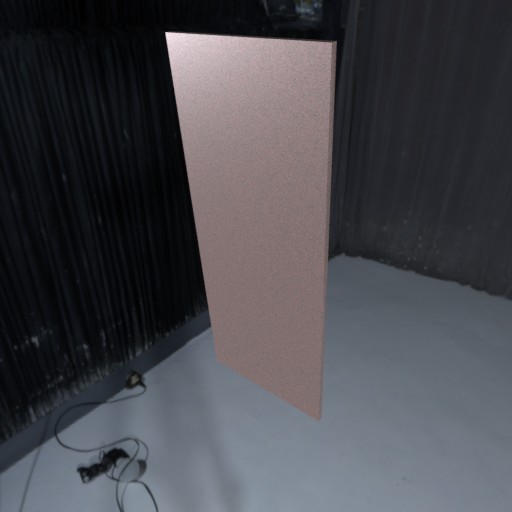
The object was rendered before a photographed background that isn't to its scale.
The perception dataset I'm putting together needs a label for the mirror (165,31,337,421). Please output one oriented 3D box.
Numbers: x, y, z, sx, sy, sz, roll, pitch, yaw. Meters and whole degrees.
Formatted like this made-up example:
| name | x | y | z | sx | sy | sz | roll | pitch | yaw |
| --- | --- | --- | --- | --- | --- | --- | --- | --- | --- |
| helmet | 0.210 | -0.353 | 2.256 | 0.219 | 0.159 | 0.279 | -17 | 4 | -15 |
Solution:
| name | x | y | z | sx | sy | sz | roll | pitch | yaw |
| --- | --- | --- | --- | --- | --- | --- | --- | --- | --- |
| mirror | 0.000 | 0.000 | 2.253 | 0.812 | 2.020 | 0.221 | 22 | 37 | 33 |
